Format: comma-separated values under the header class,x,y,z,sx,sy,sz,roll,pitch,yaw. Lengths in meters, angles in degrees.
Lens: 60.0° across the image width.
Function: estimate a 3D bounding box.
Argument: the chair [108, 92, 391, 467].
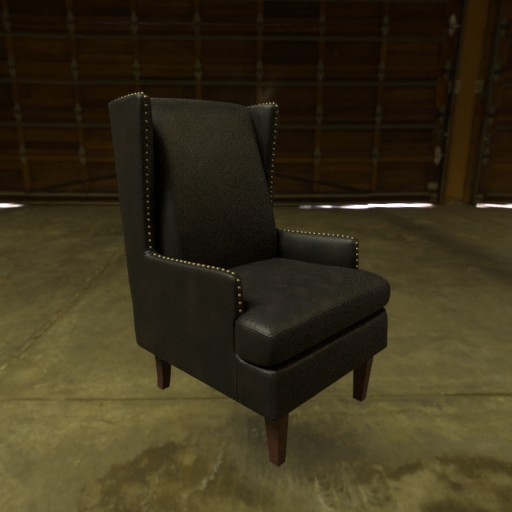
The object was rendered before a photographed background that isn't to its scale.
class,x,y,z,sx,sy,sz,roll,pitch,yaw
chair,0.000,0.000,1.660,0.799,1.142,0.703,14,21,42
